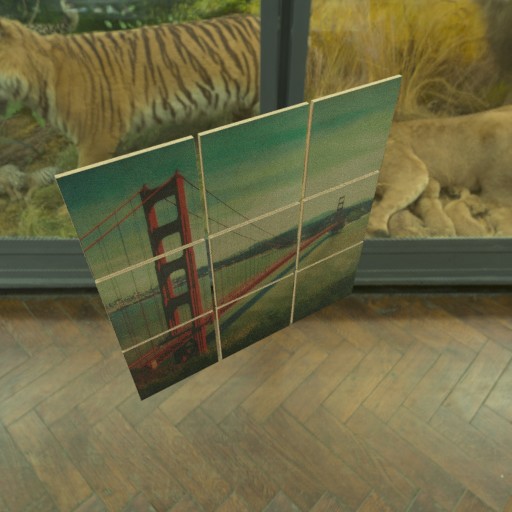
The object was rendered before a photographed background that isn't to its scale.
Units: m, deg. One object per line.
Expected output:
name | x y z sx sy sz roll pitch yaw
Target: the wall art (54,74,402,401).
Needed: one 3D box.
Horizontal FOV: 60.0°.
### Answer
wall art | 0.000 0.000 1.797 1.217 1.207 0.016 -23 49 -21
